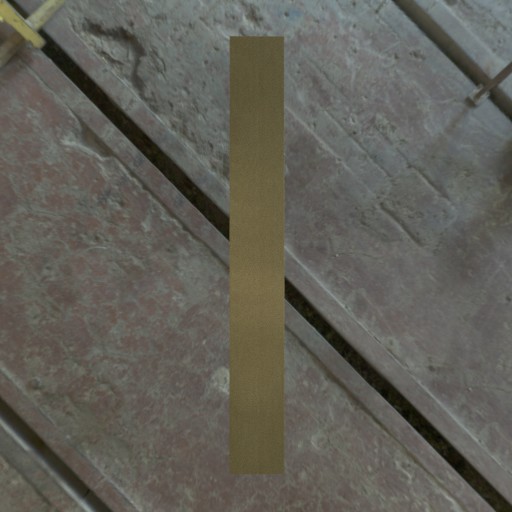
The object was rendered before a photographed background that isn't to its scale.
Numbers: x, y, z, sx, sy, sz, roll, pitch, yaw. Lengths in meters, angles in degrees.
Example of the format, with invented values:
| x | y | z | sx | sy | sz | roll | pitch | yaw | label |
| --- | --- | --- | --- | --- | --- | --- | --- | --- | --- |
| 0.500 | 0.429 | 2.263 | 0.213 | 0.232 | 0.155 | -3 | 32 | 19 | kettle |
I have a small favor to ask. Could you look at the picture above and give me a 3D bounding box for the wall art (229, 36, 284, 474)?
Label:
| x | y | z | sx | sy | sz | roll | pitch | yaw | label |
| --- | --- | --- | --- | --- | --- | --- | --- | --- | --- |
| 0.000 | 0.000 | 0.460 | 0.038 | 0.305 | 0.304 | 0 | 90 | 0 | wall art |
